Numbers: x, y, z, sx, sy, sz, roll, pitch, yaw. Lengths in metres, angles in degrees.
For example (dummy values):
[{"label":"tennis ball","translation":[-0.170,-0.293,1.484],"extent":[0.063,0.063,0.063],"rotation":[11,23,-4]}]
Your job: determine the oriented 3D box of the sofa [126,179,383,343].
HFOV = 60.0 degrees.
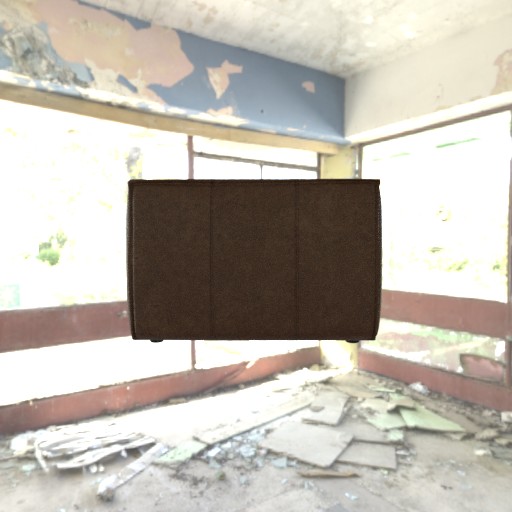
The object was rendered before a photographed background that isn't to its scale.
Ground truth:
[{"label":"sofa","translation":[0.000,0.000,3.064],"extent":[1.102,0.701,2.581],"rotation":[0,2,0]}]
